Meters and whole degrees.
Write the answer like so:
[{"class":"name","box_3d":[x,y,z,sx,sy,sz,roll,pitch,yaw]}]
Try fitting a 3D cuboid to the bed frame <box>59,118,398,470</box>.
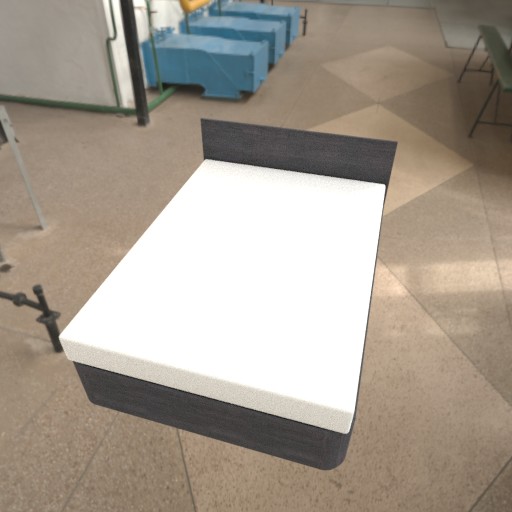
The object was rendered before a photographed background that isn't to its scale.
[{"class":"bed frame","box_3d":[0.000,0.000,2.643,1.400,0.800,1.900,11,40,13]}]
